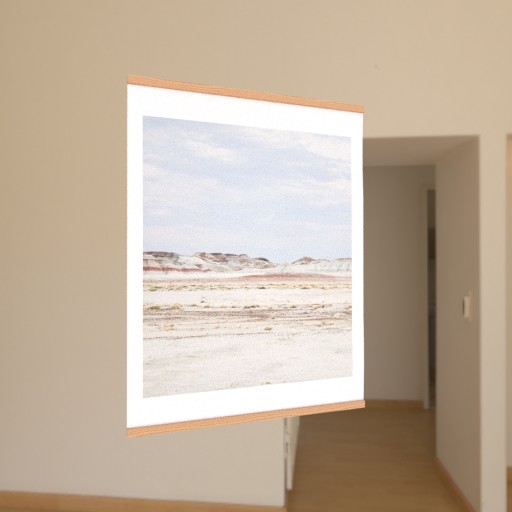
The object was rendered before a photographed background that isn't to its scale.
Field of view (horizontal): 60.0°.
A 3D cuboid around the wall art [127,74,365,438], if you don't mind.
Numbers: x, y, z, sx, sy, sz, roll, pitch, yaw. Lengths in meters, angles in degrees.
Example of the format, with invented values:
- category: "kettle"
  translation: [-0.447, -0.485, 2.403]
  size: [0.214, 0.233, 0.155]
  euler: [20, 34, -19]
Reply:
- category: "wall art"
  translation: [0.000, 0.000, 0.819]
  size: [0.458, 0.605, 0.011]
  euler: [0, 0, -19]
